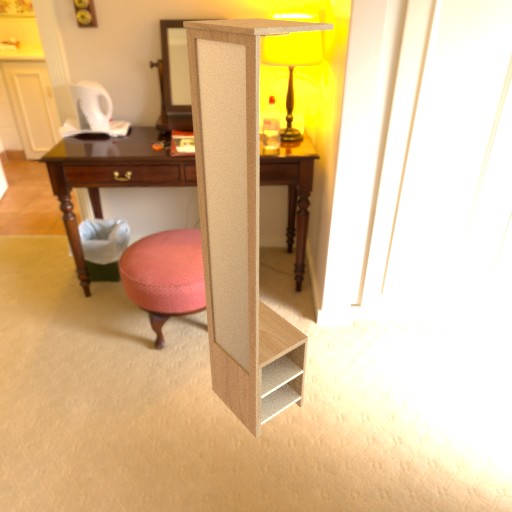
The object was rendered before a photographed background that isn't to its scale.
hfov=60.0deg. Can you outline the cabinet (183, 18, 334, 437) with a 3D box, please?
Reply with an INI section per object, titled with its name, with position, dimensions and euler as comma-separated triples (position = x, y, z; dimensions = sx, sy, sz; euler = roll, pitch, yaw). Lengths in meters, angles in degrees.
[cabinet]
position = 0.000, 0.000, 2.013
dimensions = 0.338, 1.879, 0.411
euler = -22, 37, -32
